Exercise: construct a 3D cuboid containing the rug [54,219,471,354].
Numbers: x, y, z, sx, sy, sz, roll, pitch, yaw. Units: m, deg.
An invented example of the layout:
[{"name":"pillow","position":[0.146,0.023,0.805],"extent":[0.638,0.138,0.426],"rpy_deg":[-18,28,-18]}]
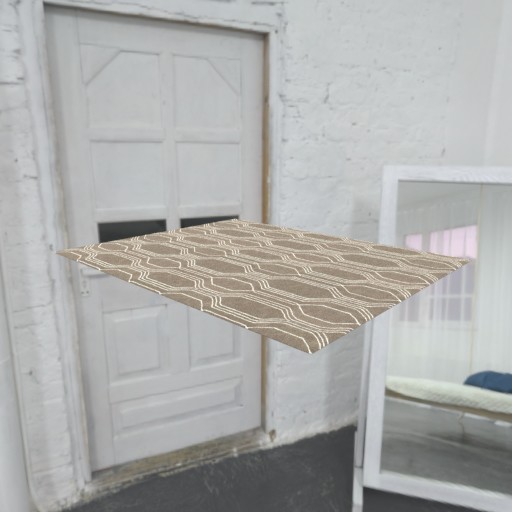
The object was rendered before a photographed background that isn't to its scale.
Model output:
[{"name":"rug","position":[0.000,0.000,4.160],"extent":[3.062,0.012,2.457],"rpy_deg":[14,20,41]}]
